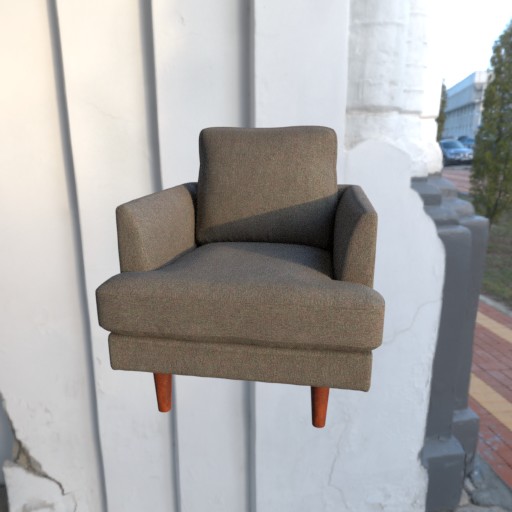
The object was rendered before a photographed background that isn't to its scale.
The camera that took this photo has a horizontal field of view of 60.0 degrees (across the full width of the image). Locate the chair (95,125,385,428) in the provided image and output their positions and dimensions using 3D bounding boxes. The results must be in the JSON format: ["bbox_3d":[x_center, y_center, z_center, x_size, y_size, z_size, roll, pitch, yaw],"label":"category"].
[{"bbox_3d":[0.000,0.000,1.671,0.858,0.957,0.899,2,15,9],"label":"chair"}]
